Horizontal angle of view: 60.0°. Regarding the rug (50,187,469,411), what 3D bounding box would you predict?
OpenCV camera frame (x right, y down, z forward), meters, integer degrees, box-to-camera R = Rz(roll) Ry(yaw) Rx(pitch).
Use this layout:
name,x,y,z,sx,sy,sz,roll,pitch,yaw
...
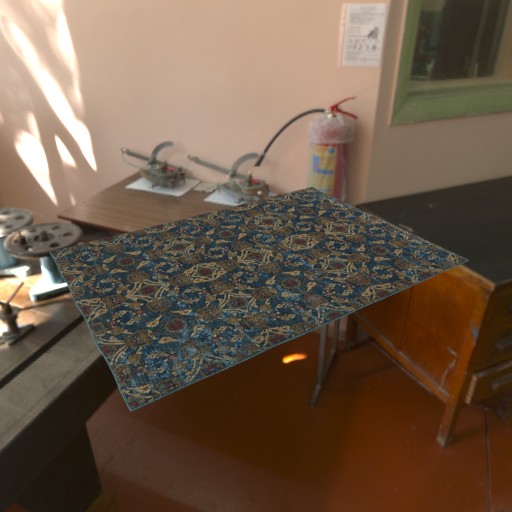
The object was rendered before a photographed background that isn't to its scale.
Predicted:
name,x,y,z,sx,sy,sz,roll,pitch,yaw
rug,0.000,0.000,4.256,3.291,0.013,2.337,-18,34,-28
